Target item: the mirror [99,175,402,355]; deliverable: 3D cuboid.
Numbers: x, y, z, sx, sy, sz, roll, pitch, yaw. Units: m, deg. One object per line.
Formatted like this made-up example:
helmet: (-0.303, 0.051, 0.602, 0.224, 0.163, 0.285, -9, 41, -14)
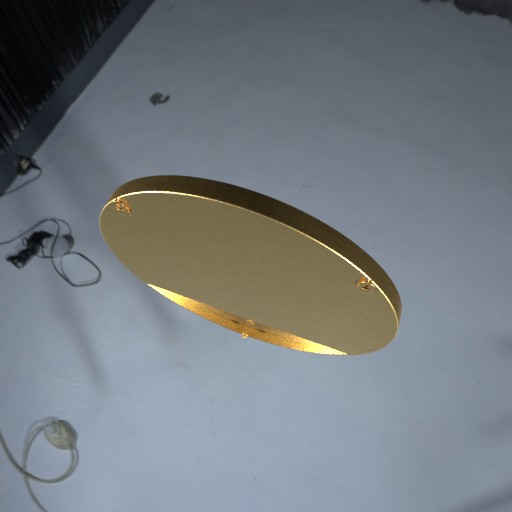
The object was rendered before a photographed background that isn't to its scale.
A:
mirror: (0.000, 0.000, 0.694, 0.457, 0.457, 0.133, 18, 64, 9)
